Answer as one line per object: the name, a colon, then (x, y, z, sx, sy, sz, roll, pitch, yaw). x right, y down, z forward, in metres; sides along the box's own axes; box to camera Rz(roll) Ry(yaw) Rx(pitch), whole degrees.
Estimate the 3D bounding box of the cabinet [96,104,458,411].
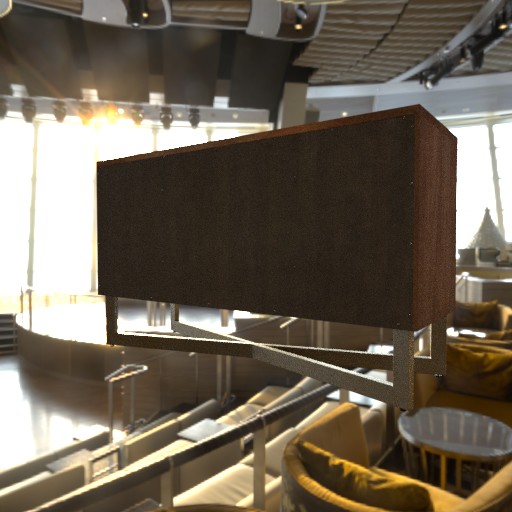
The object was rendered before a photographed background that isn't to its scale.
cabinet: (0.000, 0.000, 1.736, 1.373, 0.812, 0.480, 1, 2, 36)
